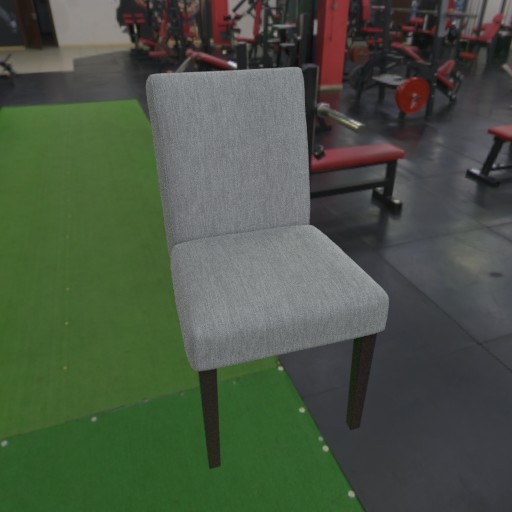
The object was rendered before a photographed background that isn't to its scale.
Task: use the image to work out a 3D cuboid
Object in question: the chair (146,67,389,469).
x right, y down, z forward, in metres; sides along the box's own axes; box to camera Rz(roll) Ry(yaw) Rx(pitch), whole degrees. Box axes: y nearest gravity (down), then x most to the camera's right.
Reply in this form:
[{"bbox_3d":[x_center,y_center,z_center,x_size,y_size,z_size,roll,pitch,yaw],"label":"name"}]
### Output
[{"bbox_3d":[0.000,0.000,1.230,0.487,0.884,0.629,-9,33,-14],"label":"chair"}]
